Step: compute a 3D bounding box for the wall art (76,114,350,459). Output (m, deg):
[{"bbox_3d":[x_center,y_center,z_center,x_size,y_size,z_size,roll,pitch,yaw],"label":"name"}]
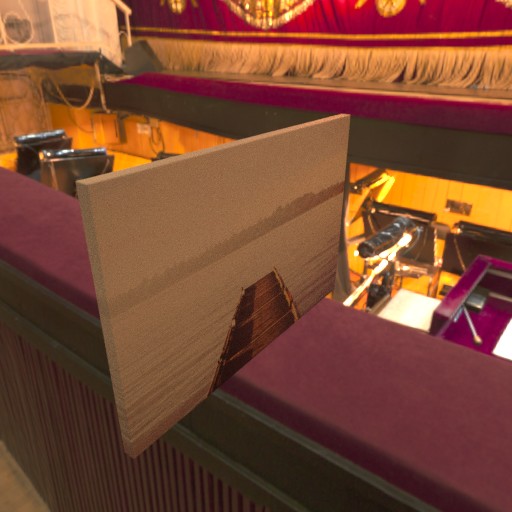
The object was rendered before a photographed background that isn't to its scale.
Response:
[{"bbox_3d":[0.000,0.000,0.778,0.021,0.410,0.615,18,31,33],"label":"wall art"}]
